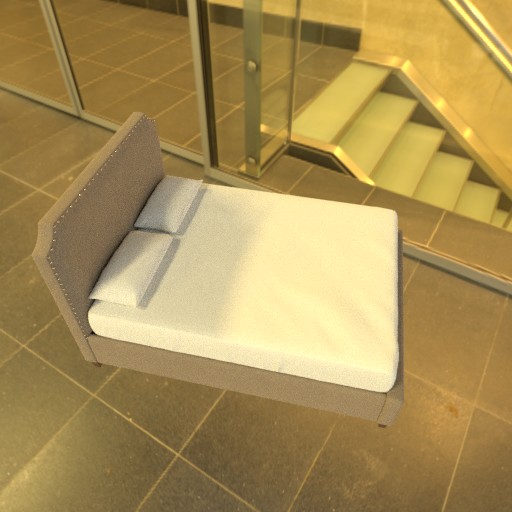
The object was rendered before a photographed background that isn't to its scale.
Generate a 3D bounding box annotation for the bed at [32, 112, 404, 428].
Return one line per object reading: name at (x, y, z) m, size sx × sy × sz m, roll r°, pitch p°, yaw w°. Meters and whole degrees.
bed at (0.000, 0.000, 3.410) m, size 2.329 × 1.415 × 1.703 m, roll 9°, pitch 46°, yaw 9°
